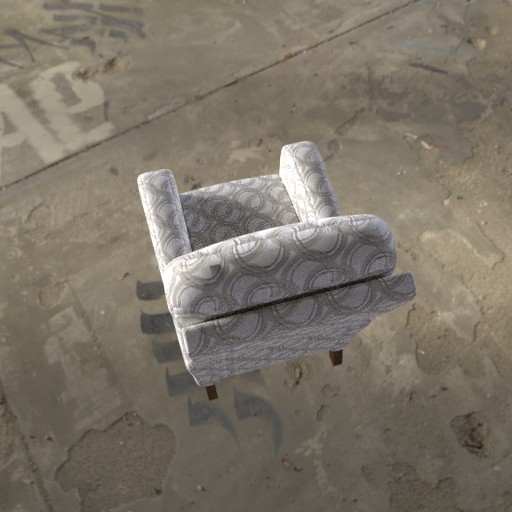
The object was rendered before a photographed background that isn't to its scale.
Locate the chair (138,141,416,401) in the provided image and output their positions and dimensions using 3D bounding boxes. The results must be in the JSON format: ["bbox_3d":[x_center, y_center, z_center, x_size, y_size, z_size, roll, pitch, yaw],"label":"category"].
[{"bbox_3d":[0.000,0.000,1.762,0.796,1.065,0.995,-13,58,-8],"label":"chair"}]
